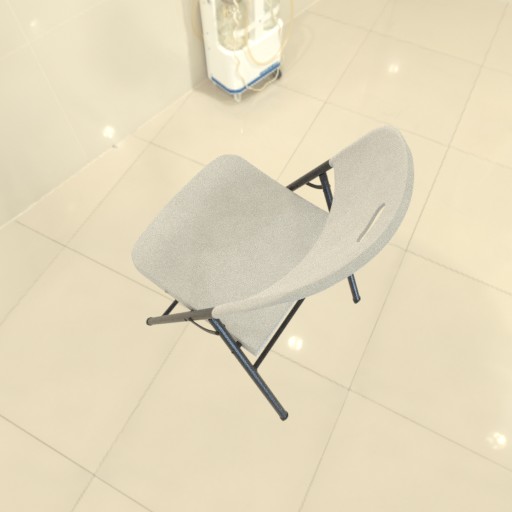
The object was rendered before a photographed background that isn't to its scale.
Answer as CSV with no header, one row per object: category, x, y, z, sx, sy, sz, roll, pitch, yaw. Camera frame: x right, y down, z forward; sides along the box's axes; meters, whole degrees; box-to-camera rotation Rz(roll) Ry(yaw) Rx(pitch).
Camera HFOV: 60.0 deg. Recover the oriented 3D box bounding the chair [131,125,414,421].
chair,0.000,0.000,1.153,0.566,0.810,0.494,31,66,15
